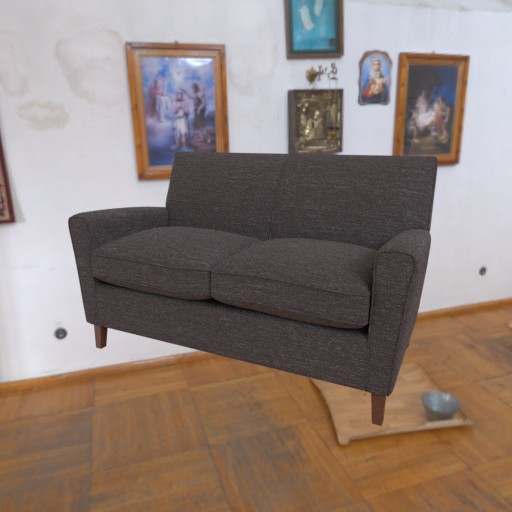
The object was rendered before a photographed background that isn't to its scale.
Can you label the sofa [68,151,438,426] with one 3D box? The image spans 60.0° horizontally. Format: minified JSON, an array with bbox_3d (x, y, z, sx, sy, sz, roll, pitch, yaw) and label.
[{"bbox_3d":[0.000,0.000,2.069,1.509,0.905,0.867,7,17,25],"label":"sofa"}]
